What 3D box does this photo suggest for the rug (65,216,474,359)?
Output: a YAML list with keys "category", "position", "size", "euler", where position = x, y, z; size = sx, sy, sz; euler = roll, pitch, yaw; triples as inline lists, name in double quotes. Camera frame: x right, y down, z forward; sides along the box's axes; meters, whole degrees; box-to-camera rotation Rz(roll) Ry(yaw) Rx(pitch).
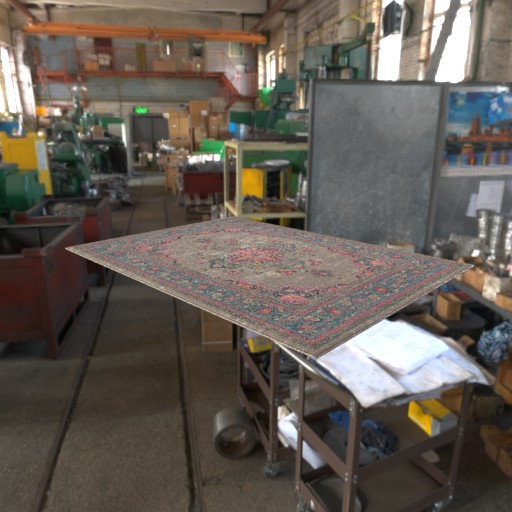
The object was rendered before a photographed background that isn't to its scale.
- category: "rug"
  position: [0.000, 0.000, 2.934]
  size: [2.214, 0.013, 1.609]
  euler: [15, 22, 42]
